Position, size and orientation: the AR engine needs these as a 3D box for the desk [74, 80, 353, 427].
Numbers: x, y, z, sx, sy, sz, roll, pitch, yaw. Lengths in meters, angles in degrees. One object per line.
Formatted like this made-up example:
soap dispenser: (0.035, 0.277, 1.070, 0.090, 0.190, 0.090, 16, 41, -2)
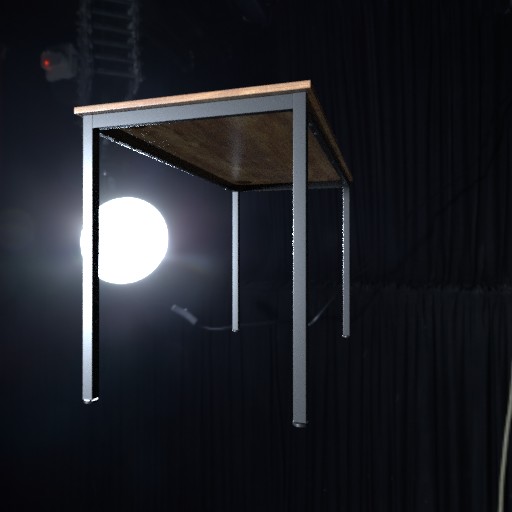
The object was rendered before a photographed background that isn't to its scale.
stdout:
desk: (0.000, 0.000, 1.603, 0.600, 0.749, 1.200, 0, 0, 17)
